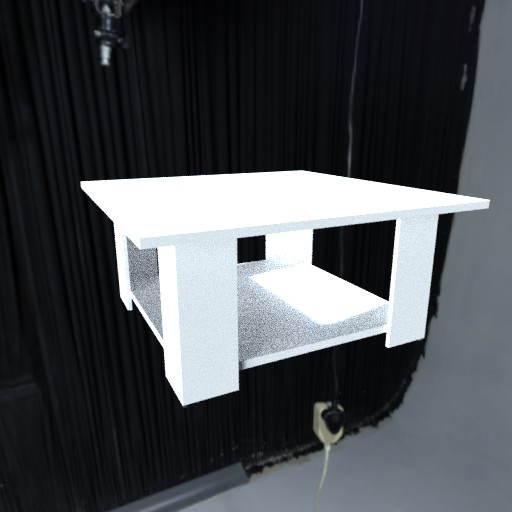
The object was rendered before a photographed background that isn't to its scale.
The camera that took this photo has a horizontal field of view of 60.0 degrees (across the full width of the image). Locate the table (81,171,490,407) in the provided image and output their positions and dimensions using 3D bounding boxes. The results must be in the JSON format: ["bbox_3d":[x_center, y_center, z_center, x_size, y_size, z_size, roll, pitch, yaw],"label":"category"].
[{"bbox_3d":[0.000,0.000,1.038,0.670,0.305,0.670,-8,18,-26],"label":"table"}]
